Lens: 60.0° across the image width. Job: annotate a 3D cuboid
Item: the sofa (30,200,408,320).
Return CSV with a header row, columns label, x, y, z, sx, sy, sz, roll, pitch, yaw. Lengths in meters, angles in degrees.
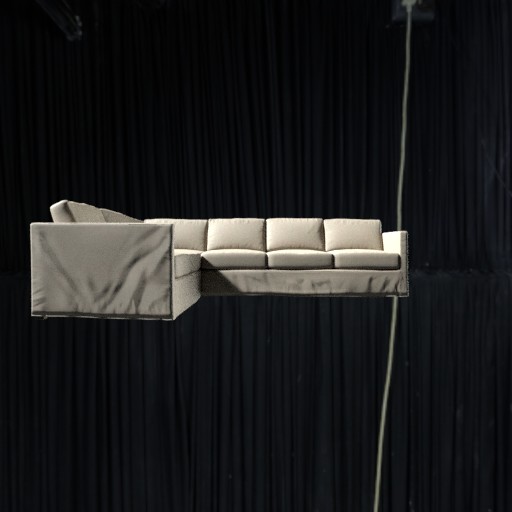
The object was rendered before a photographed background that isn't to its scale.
label,x,y,z,sx,sy,sz,roll,pitch,yaw
sofa,0.000,0.000,4.317,3.182,0.871,2.432,0,1,0
